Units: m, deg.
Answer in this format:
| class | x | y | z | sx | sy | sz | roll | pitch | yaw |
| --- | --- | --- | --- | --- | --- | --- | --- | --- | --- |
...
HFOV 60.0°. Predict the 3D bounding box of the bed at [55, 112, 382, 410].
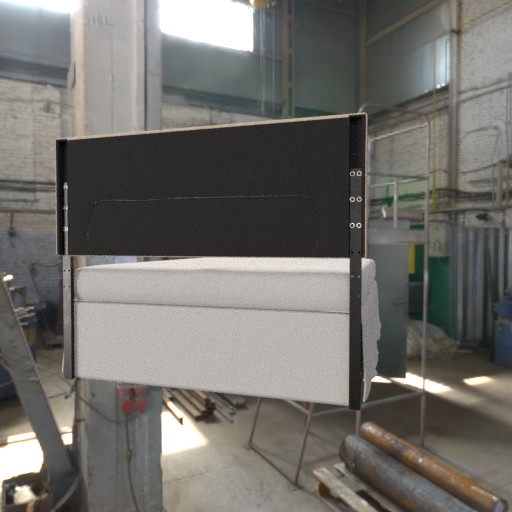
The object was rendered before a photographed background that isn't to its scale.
| class | x | y | z | sx | sy | sz | roll | pitch | yaw |
| --- | --- | --- | --- | --- | --- | --- | --- | --- | --- |
| bed | 0.000 | 0.000 | 3.034 | 1.643 | 1.270 | 1.978 | 0 | 2 | 17 |
